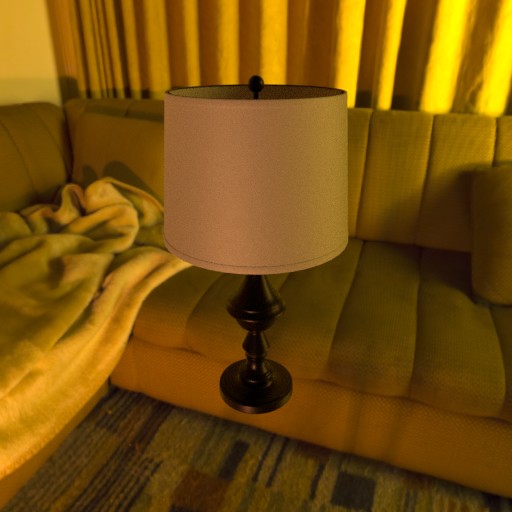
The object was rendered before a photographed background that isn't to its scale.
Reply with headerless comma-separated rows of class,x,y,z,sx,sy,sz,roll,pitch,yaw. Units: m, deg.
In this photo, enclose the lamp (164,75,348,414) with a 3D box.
lamp,0.000,0.000,0.960,0.383,0.726,0.383,0,25,0
